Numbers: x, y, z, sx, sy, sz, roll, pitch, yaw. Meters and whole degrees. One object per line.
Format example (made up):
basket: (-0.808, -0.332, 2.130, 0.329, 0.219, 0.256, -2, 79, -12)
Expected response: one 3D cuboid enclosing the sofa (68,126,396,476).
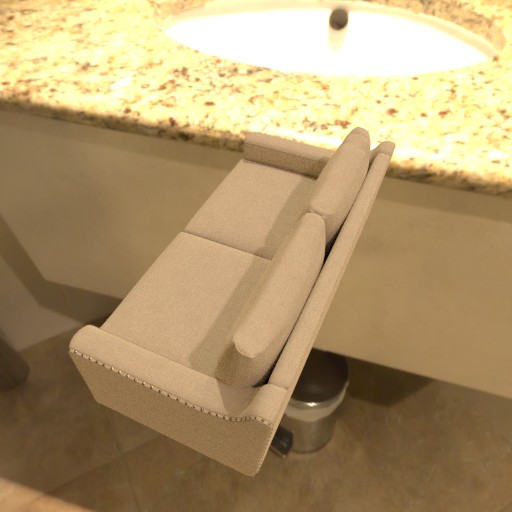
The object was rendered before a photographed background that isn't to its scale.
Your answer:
sofa: (0.000, 0.000, 2.705, 1.104, 0.983, 2.107, 19, 50, 17)
